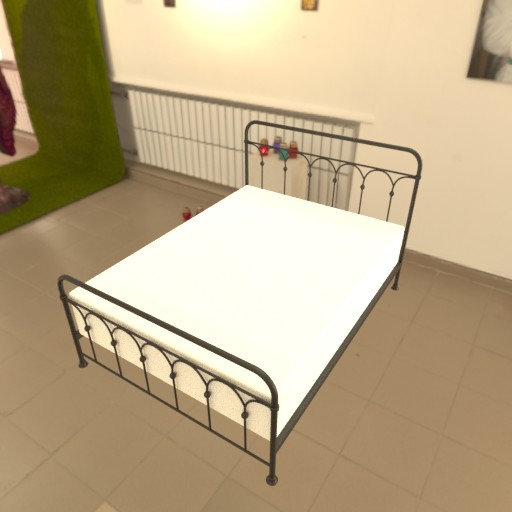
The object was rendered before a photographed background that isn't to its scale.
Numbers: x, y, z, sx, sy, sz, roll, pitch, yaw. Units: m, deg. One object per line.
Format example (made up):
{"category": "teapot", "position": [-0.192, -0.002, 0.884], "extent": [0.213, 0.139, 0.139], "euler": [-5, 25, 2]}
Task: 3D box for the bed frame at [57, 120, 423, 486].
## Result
{"category": "bed frame", "position": [0.000, 0.000, 3.255], "extent": [1.664, 1.276, 2.203], "euler": [19, 37, 27]}
